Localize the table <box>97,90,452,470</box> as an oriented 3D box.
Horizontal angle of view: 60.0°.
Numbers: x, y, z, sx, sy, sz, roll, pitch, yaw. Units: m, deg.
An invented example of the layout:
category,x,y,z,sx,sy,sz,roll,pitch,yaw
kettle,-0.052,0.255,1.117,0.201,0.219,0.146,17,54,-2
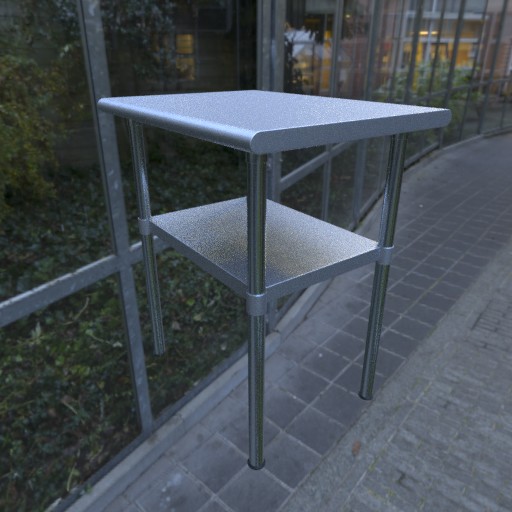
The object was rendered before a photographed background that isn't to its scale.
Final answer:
category,x,y,z,sx,sy,sz,roll,pitch,yaw
table,0.000,0.000,1.338,0.584,0.876,0.762,-17,29,-33
